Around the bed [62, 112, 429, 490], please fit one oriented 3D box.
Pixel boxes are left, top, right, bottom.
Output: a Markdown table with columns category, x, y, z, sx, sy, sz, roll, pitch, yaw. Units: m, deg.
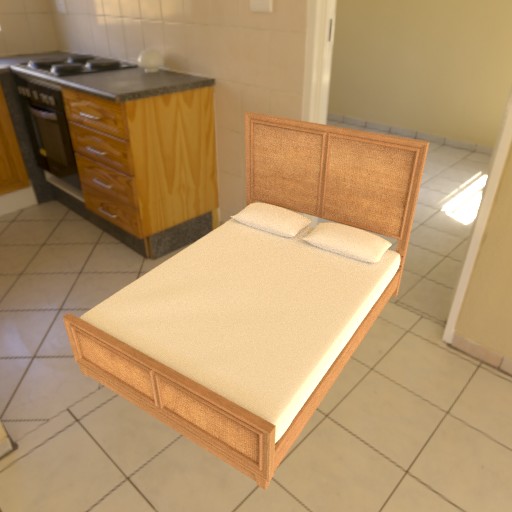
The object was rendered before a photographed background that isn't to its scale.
| category | x | y | z | sx | sy | sz | roll | pitch | yaw |
| --- | --- | --- | --- | --- | --- | --- | --- | --- | --- |
| bed | 0.000 | 0.000 | 3.216 | 1.606 | 1.387 | 2.184 | 19 | 36 | 28 |
